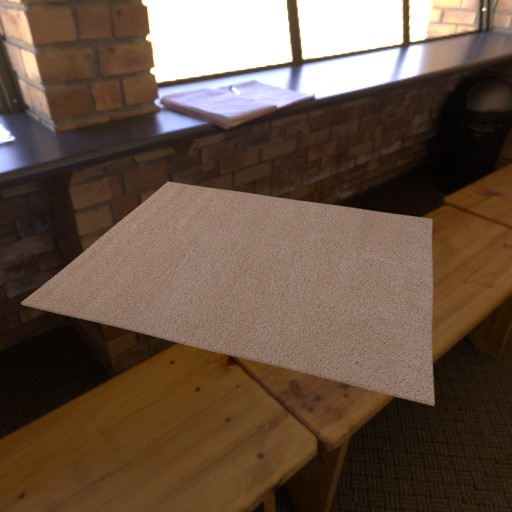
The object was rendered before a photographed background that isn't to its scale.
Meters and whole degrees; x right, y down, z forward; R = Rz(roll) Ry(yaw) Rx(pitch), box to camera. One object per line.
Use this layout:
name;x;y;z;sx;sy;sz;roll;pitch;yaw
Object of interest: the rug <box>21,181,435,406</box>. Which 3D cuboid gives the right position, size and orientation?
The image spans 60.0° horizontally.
rug;0.000;0.000;3.957;3.000;0.025;2.400;10;35;15
